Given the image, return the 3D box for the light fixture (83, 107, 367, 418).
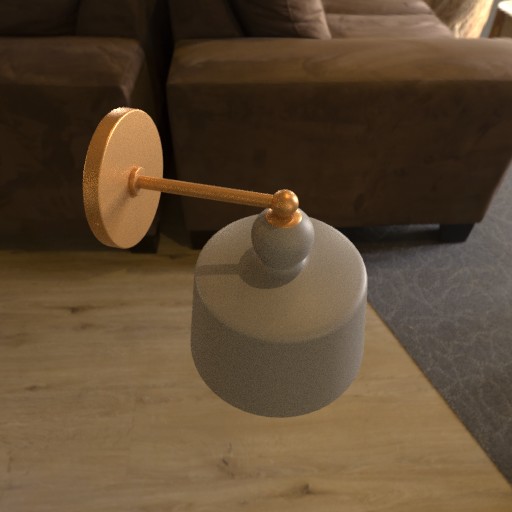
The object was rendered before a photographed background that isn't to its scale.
[{"bbox_3d":[0.000,0.000,0.437,0.254,0.268,0.204,10,47,9],"label":"light fixture"}]
